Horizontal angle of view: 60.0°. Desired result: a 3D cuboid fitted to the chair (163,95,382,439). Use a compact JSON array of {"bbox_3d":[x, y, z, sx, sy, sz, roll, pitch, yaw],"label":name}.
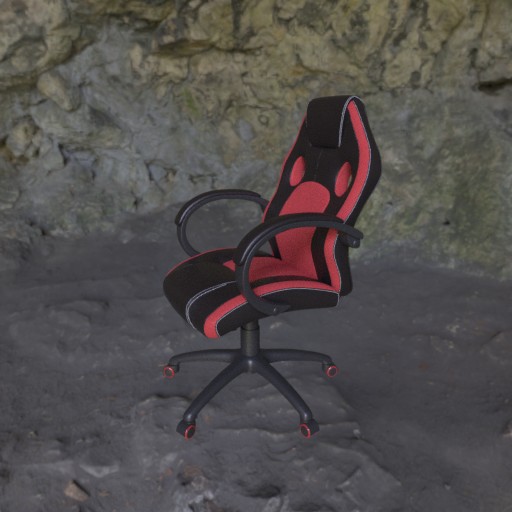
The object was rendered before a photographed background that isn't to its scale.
[{"bbox_3d":[0.000,0.000,1.720,0.783,1.189,0.750,-8,19,-26],"label":"chair"}]
